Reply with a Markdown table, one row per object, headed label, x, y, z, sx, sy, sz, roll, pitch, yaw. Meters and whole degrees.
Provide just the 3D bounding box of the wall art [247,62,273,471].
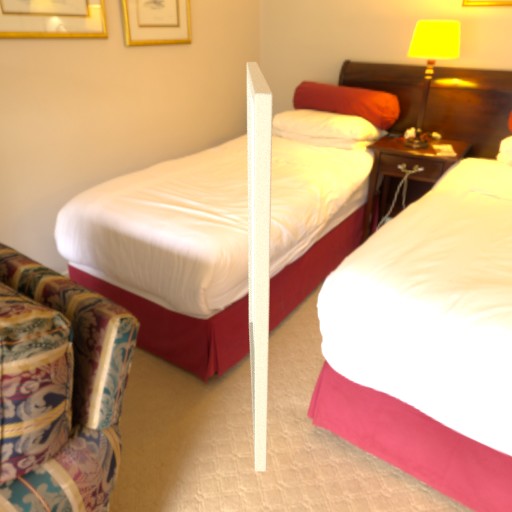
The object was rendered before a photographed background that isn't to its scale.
| label | x | y | z | sx | sy | sz | roll | pitch | yaw |
| --- | --- | --- | --- | --- | --- | --- | --- | --- | --- |
| wall art | 0.000 | 0.000 | 1.543 | 0.038 | 1.183 | 0.808 | -1 | 28 | -2 |
